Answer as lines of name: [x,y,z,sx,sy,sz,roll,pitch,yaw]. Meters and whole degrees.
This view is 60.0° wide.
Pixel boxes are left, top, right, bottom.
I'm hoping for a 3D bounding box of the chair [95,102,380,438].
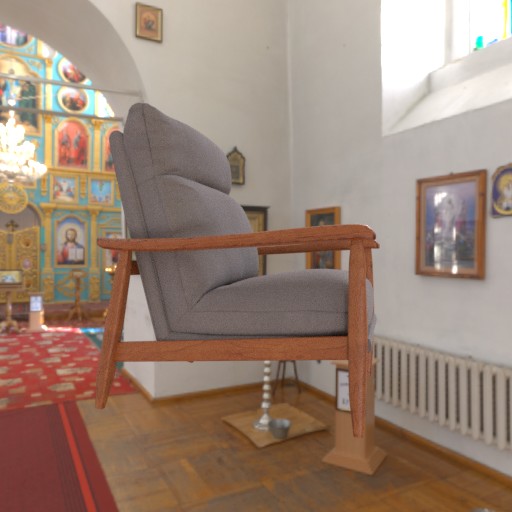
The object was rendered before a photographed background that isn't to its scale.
chair: [0.000,0.000,1.534,0.816,0.922,0.782,0,-1,16]
